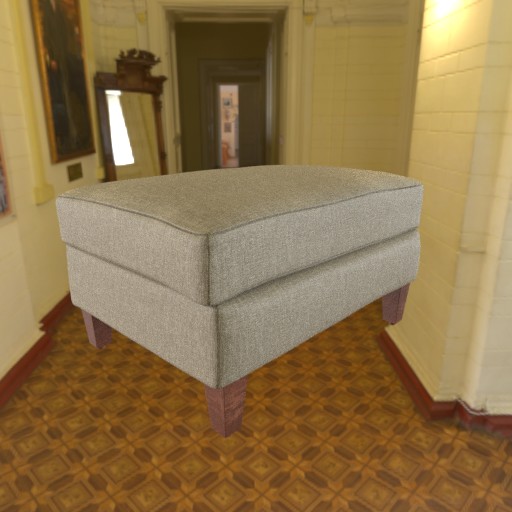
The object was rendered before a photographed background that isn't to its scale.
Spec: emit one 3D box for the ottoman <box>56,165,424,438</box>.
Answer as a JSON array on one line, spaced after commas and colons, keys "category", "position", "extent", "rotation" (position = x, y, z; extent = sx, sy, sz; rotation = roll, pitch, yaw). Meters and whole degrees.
[{"category": "ottoman", "position": [0.000, 0.000, 1.269], "extent": [0.639, 0.494, 0.873], "rotation": [16, 23, 41]}]
